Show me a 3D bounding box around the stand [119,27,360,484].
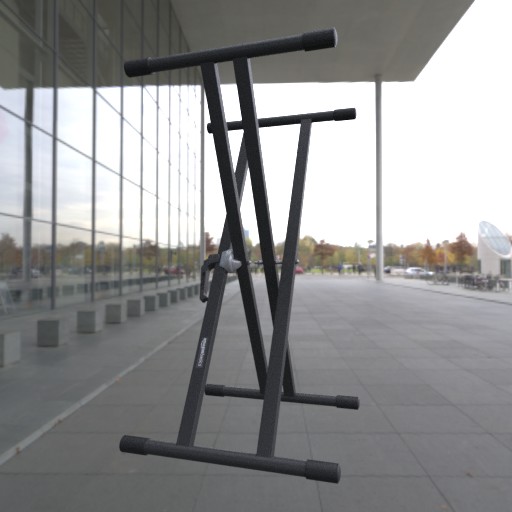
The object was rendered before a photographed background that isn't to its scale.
[{"bbox_3d":[0.000,0.000,1.172,0.495,0.900,0.503,0,-1,18],"label":"stand"}]
